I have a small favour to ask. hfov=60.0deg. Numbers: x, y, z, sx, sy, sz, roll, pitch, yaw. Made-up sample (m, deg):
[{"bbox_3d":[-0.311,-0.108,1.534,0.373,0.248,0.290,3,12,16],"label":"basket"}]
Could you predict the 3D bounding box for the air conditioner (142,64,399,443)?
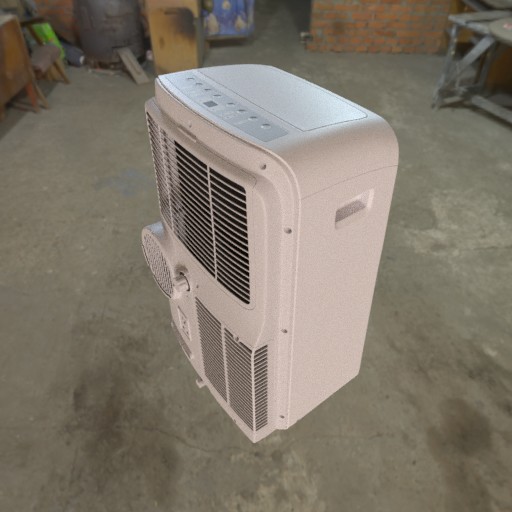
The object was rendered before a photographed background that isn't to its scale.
[{"bbox_3d":[0.000,0.000,0.946,0.365,0.700,0.454,-24,46,-25],"label":"air conditioner"}]
